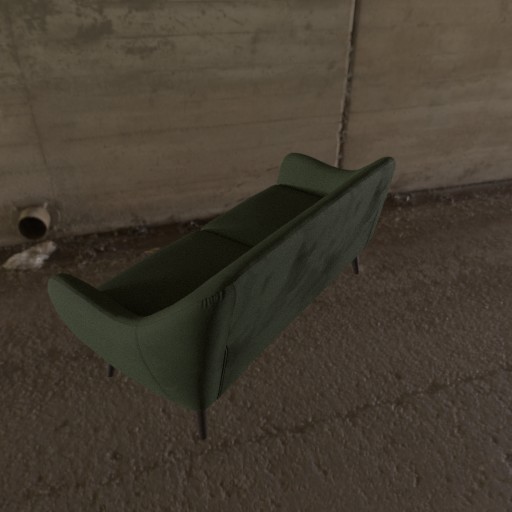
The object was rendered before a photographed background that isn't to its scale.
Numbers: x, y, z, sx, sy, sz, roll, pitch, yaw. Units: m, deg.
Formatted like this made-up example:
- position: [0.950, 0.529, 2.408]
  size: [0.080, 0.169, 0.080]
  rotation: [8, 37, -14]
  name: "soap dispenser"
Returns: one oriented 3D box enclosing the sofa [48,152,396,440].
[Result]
- position: [0.000, 0.000, 2.293]
  size: [0.820, 0.836, 1.840]
  rotation: [21, 38, 30]
  name: "sofa"
